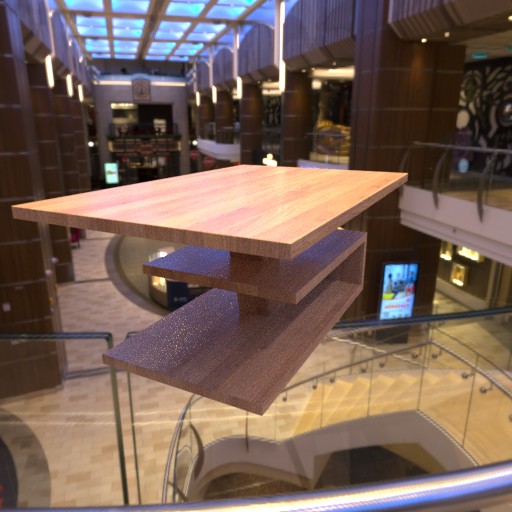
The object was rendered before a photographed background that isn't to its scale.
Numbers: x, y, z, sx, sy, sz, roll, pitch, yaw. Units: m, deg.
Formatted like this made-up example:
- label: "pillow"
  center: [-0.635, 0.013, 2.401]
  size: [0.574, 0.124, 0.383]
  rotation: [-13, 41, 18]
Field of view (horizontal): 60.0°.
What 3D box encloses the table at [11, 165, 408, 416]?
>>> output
- label: "table"
  center: [0.000, 0.000, 1.398]
  size: [0.700, 0.442, 1.100]
  rotation: [9, 19, 26]
